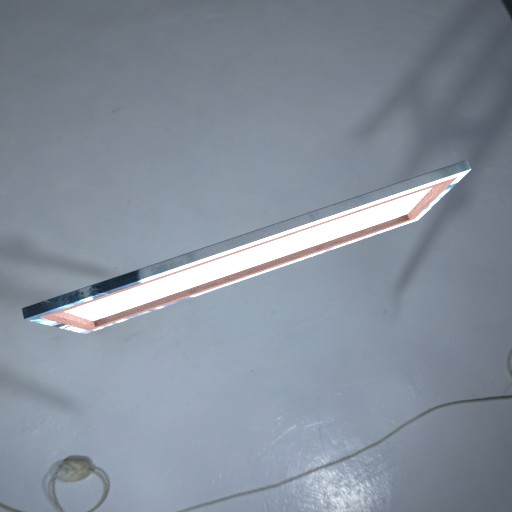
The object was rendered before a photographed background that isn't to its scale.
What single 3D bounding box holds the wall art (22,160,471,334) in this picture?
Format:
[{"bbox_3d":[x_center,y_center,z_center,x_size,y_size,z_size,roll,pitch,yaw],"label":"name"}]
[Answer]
[{"bbox_3d":[0.000,0.000,1.675,1.524,0.509,0.037,-19,76,-5],"label":"wall art"}]
